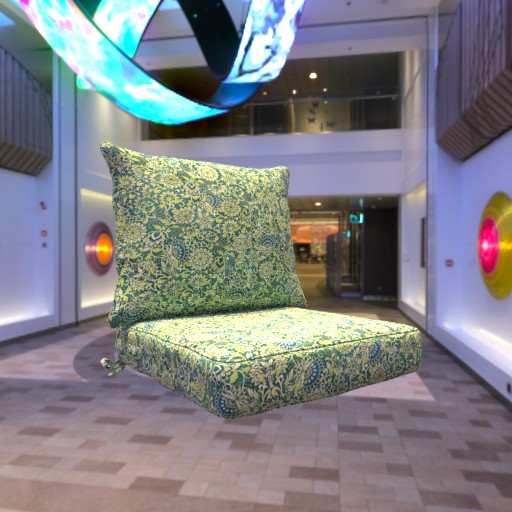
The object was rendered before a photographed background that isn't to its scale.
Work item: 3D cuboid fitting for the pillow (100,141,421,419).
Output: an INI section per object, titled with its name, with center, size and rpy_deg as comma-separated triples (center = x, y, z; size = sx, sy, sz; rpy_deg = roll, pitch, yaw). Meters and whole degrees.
[pillow]
center = 0.000, 0.000, 1.372
size = 0.798, 0.722, 0.740
rpy_deg = 0, 1, -36
